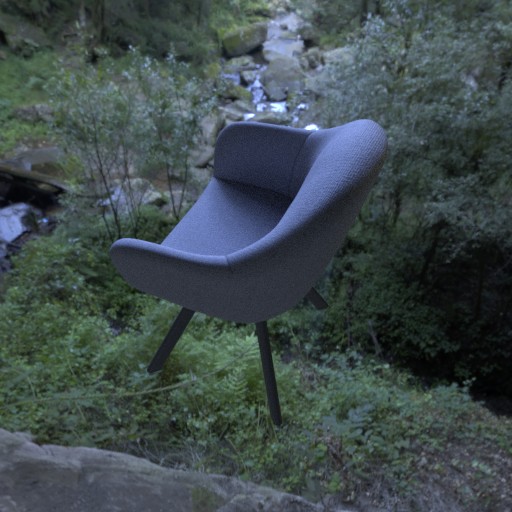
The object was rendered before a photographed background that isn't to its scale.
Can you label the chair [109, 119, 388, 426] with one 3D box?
[{"bbox_3d":[0.000,0.000,1.207,0.550,0.795,0.590,17,47,16],"label":"chair"}]
